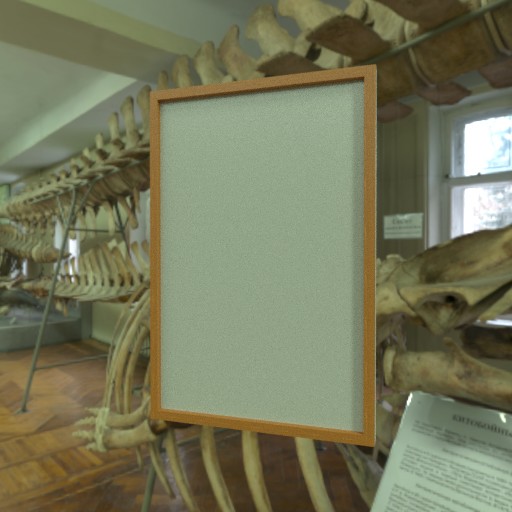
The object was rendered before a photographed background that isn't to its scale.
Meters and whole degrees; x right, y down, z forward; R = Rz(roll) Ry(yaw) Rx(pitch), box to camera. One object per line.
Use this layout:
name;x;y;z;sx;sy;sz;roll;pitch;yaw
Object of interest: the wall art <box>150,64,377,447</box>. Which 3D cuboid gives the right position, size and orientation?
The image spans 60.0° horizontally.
wall art;0.000;0.000;0.775;0.405;0.608;0.025;0;1;17
